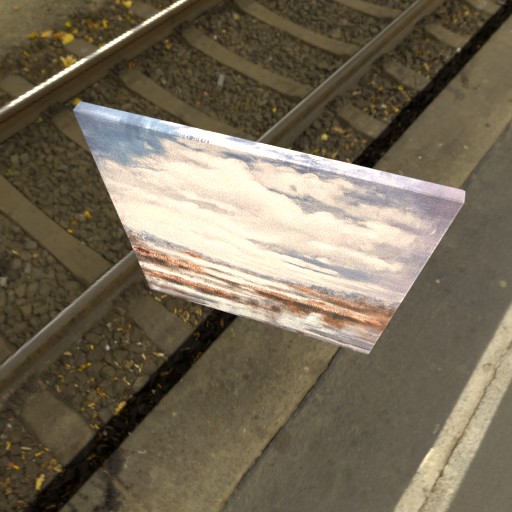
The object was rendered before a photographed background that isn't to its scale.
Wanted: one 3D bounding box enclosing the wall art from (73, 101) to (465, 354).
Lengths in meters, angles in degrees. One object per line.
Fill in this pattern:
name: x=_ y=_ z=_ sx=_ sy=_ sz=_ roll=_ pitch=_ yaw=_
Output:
wall art: x=0.000 y=0.000 z=1.347 sx=0.888 sy=0.897 sz=0.035 roll=15 pitch=59 yaw=9
